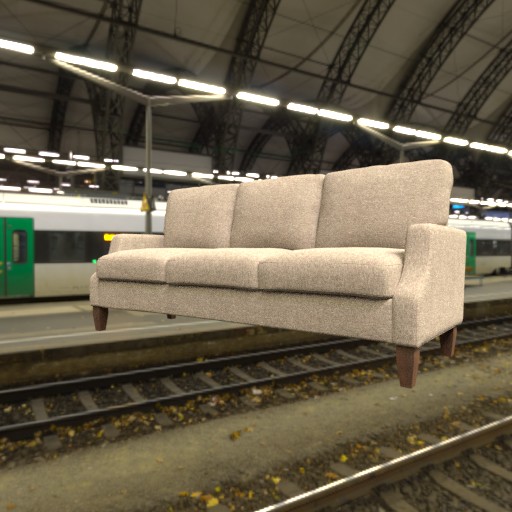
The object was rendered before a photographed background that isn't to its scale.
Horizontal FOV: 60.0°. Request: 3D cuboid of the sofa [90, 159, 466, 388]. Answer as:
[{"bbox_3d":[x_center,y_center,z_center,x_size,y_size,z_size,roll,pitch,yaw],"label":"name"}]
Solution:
[{"bbox_3d":[0.000,0.000,2.592,2.115,0.984,0.888,1,1,37],"label":"sofa"}]
